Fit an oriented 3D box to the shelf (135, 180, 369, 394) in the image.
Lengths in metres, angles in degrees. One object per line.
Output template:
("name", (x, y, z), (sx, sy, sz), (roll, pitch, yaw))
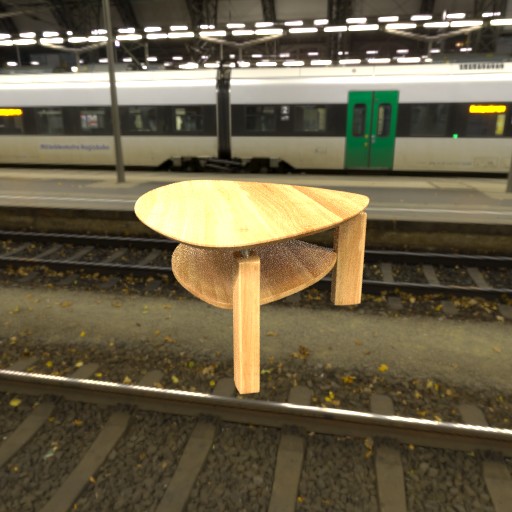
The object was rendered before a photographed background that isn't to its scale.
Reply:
("shelf", (0.000, 0.000, 1.705), (0.863, 0.439, 1.240), (-3, 17, -10))
